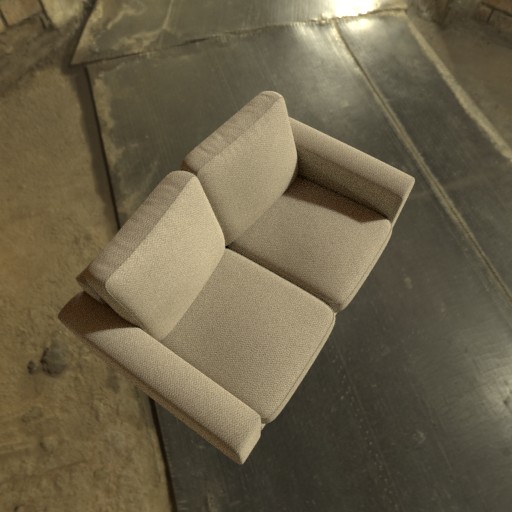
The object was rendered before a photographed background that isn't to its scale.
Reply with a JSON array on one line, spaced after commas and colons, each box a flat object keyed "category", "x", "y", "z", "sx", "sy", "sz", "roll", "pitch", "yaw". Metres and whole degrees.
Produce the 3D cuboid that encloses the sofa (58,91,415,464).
[{"category": "sofa", "x": 0.000, "y": 0.000, "z": 2.223, "sx": 1.016, "sy": 0.873, "sz": 1.616, "roll": 31, "pitch": 65, "yaw": 16}]
